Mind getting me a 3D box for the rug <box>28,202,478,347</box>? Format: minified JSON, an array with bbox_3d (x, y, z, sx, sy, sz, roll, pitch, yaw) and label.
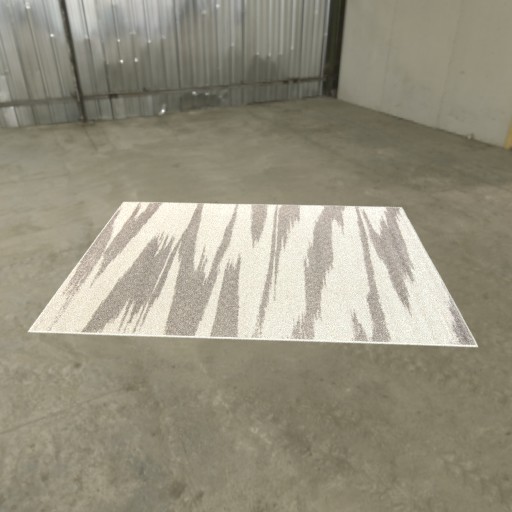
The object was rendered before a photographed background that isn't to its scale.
[{"bbox_3d":[0.000,0.000,2.749,2.142,0.010,1.533,1,31,2],"label":"rug"}]
